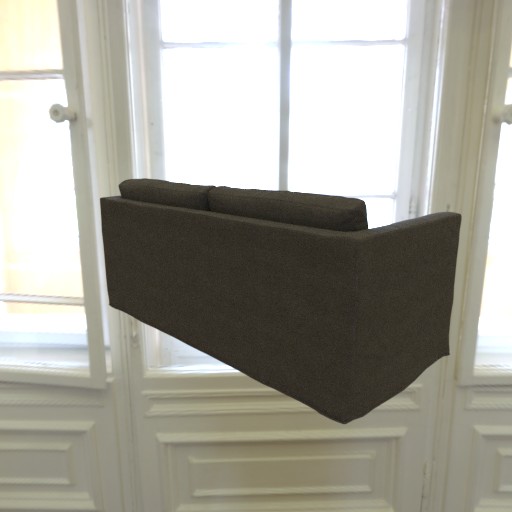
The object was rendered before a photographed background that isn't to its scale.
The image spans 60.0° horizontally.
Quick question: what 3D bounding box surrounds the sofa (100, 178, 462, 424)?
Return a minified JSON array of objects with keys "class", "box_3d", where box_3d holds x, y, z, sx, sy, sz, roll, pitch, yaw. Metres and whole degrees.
[{"class":"sofa","box_3d":[0.000,0.000,2.571,0.953,0.855,1.982,-13,19,-43]}]
